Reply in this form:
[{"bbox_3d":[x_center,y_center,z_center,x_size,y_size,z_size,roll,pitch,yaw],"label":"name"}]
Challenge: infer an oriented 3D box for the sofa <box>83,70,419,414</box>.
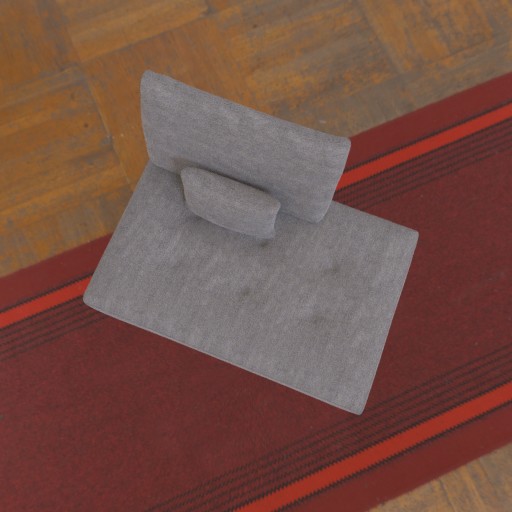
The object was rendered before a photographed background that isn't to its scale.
[{"bbox_3d":[0.000,0.000,2.053,1.450,0.820,1.002,21,77,5],"label":"sofa"}]
